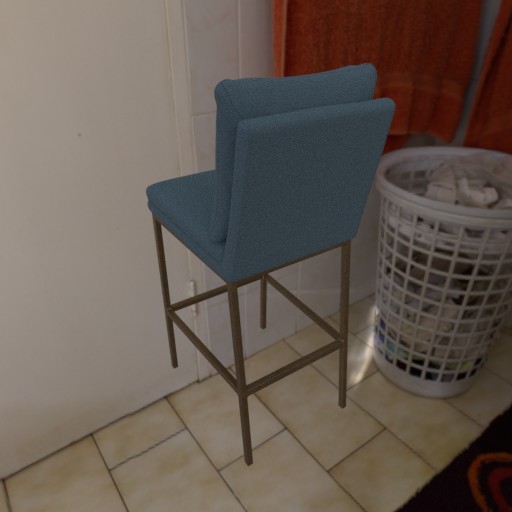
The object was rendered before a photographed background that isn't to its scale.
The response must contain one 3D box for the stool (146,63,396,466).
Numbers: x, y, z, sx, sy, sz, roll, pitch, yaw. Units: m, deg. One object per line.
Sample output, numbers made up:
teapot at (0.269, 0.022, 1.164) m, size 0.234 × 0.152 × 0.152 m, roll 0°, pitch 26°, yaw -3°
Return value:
stool at (0.000, 0.000, 1.386) m, size 0.463 × 1.124 × 0.568 m, roll -19°, pitch 35°, yaw -29°
